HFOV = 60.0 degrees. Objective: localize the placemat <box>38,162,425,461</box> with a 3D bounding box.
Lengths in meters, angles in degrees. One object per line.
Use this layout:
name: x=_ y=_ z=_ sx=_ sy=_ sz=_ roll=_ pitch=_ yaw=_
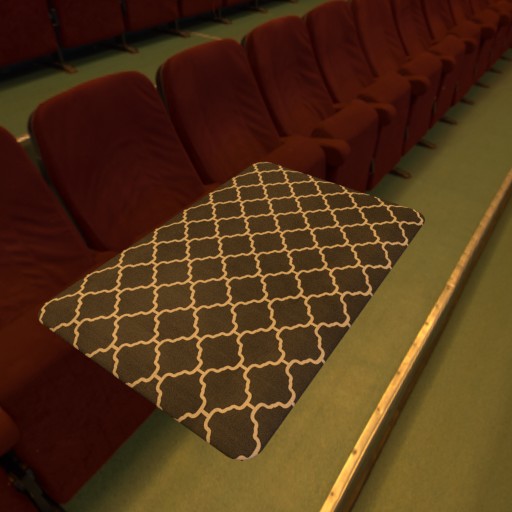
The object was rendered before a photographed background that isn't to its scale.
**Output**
placemat: x=0.000 y=0.000 z=0.958 sx=0.508 sy=0.021 sz=0.762 roll=24 pitch=45 yaw=26
